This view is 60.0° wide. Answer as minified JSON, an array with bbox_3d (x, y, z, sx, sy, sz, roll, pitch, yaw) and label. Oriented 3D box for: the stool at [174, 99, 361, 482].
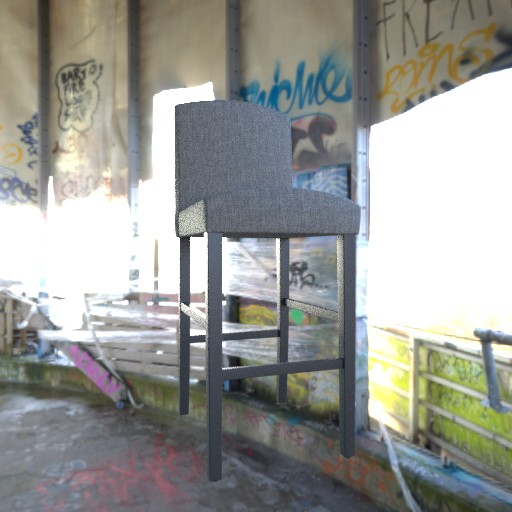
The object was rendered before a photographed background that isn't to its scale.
[{"bbox_3d":[0.000,0.000,1.416,0.451,1.138,0.552,0,1,-19],"label":"stool"}]
